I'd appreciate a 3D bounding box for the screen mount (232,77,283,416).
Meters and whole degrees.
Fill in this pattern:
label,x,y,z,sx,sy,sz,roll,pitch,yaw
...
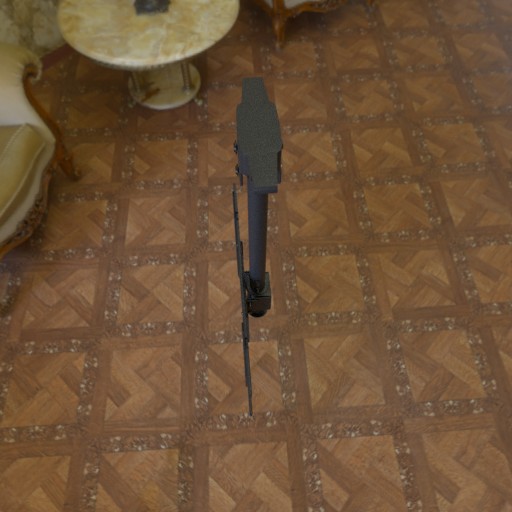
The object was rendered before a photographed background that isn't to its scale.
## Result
label,x,y,z,sx,sy,sz,roll,pitch,yaw
screen mount,0.000,0.000,1.035,0.090,0.775,0.595,-4,58,-3
